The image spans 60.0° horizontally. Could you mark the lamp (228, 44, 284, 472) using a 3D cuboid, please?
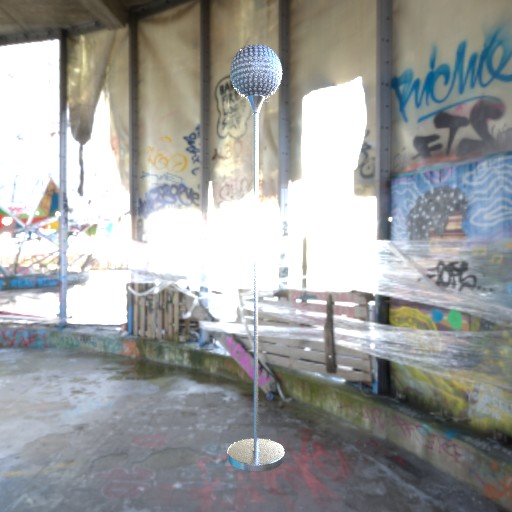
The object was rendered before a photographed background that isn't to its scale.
[{"bbox_3d":[0.000,0.000,1.967,0.254,1.805,0.254,0,1,0],"label":"lamp"}]
